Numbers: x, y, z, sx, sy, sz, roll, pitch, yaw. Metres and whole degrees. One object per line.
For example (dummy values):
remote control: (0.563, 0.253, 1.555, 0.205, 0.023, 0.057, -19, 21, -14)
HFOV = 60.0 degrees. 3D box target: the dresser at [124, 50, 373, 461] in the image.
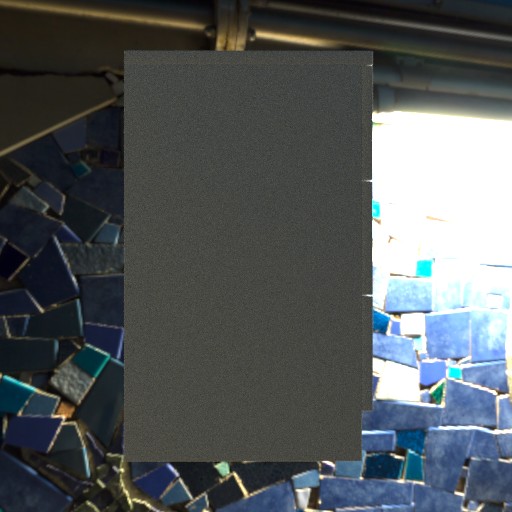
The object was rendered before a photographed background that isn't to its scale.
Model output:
dresser: (0.000, 0.000, 0.804, 0.360, 0.560, 0.400, 0, 0, 0)
